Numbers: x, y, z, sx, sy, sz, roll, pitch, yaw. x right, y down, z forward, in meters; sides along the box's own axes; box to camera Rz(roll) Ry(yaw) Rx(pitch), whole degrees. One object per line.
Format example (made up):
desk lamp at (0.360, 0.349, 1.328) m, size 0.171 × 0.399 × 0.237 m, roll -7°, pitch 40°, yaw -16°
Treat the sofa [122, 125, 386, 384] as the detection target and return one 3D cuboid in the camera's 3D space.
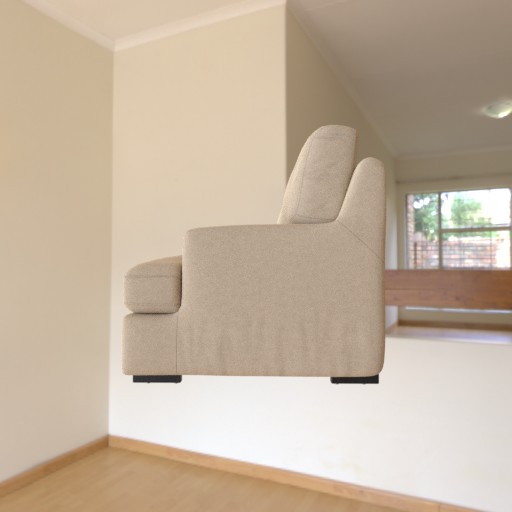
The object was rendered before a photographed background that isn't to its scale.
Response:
sofa at (0.000, 0.000, 2.491) m, size 0.962 × 0.967 × 1.885 m, roll 0°, pitch -2°, yaw 1°
